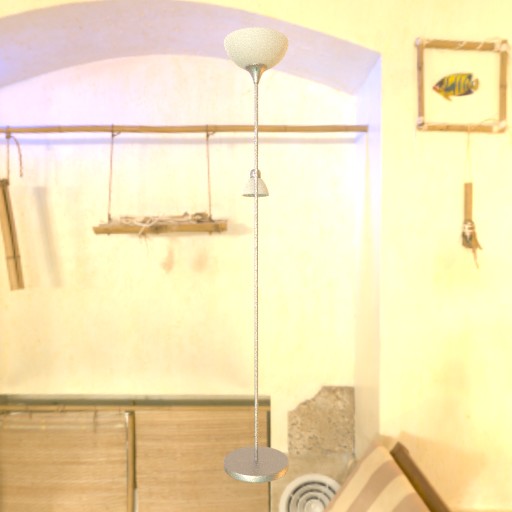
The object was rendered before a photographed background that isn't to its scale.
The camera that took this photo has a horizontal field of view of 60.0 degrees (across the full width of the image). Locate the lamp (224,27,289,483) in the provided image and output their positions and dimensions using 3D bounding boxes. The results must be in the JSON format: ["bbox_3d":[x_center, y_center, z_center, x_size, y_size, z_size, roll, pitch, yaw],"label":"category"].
[{"bbox_3d":[0.000,0.000,1.964,0.279,1.804,0.425,0,1,-1],"label":"lamp"}]
